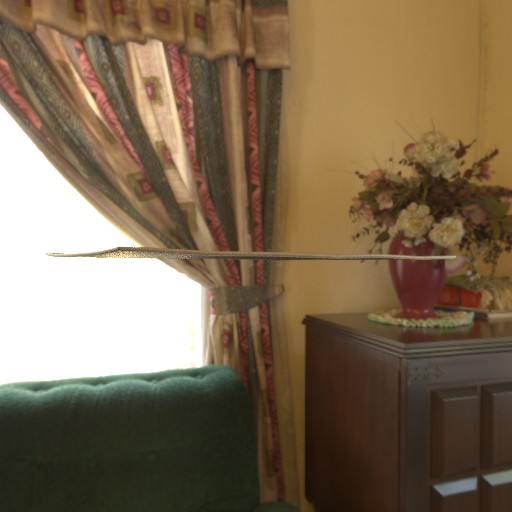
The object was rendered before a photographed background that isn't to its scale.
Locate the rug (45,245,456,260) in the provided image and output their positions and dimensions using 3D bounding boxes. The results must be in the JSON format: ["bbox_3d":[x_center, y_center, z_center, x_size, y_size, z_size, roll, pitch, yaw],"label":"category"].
[{"bbox_3d":[0.000,0.000,3.085,2.430,0.053,1.553,1,-1,-35],"label":"rug"}]
